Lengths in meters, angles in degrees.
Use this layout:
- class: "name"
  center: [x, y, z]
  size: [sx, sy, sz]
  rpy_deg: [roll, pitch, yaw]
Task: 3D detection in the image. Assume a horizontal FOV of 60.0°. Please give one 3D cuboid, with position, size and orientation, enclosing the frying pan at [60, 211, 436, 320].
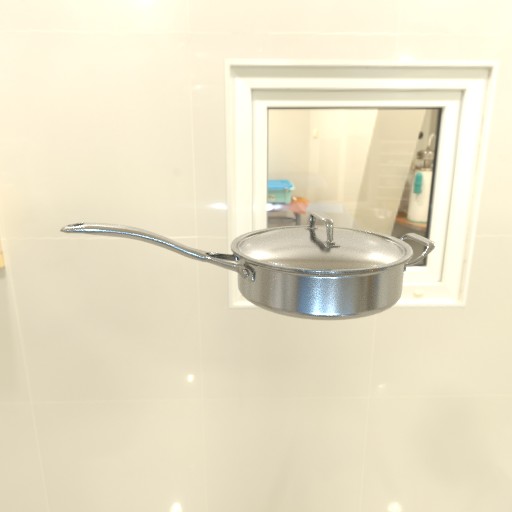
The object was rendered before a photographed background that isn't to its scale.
- class: "frying pan"
  center: [0.000, 0.000, 0.601]
  size: [0.492, 0.111, 0.245]
  rpy_deg: [-3, 16, -9]
